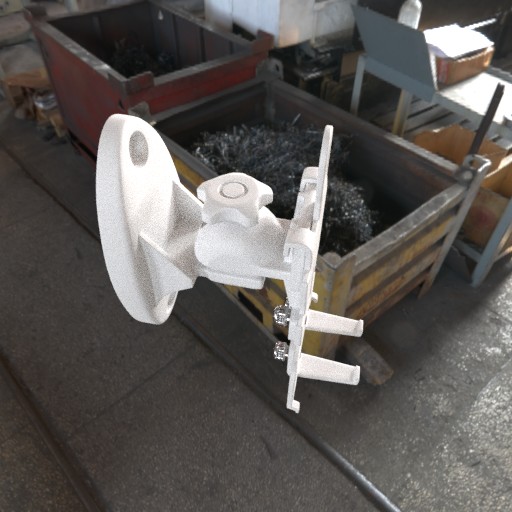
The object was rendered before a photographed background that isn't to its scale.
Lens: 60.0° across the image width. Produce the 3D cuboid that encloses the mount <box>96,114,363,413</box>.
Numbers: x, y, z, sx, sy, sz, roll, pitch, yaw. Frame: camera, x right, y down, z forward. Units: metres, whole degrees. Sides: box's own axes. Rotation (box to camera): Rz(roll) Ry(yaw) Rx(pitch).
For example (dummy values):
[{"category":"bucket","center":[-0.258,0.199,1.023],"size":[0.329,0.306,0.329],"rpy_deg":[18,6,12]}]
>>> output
[{"category":"mount","center":[0.000,0.000,0.177],"size":[0.100,0.118,0.066],"rpy_deg":[9,46,9]}]
